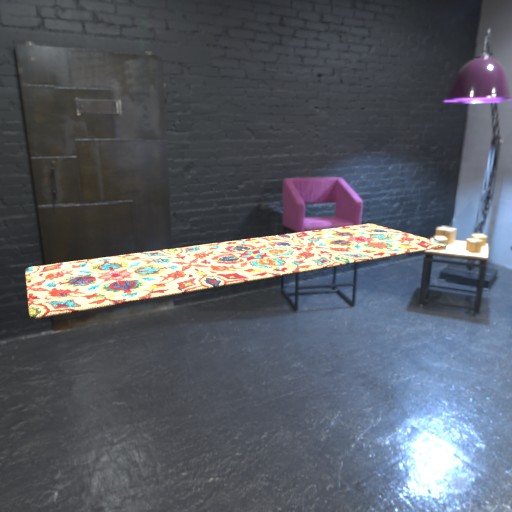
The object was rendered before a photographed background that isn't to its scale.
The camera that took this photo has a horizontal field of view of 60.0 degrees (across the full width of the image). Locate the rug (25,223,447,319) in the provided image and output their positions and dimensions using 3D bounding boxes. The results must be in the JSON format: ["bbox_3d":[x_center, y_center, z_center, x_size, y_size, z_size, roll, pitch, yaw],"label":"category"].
[{"bbox_3d":[0.000,0.000,2.454,2.273,0.016,0.693,-8,18,-27],"label":"rug"}]
